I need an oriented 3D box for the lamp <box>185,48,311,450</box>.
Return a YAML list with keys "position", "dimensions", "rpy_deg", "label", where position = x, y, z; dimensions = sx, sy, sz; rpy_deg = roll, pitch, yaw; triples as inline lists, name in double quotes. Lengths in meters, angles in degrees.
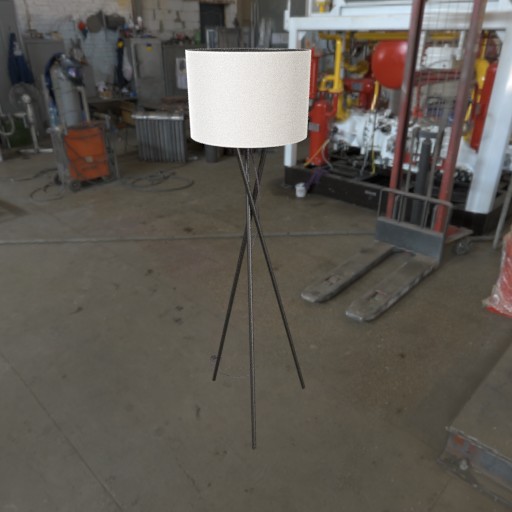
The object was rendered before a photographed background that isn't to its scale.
- position: [0.000, 0.000, 1.922]
  dimensions: [0.522, 1.624, 0.667]
  rpy_deg: [0, 27, -1]
  label: "lamp"
